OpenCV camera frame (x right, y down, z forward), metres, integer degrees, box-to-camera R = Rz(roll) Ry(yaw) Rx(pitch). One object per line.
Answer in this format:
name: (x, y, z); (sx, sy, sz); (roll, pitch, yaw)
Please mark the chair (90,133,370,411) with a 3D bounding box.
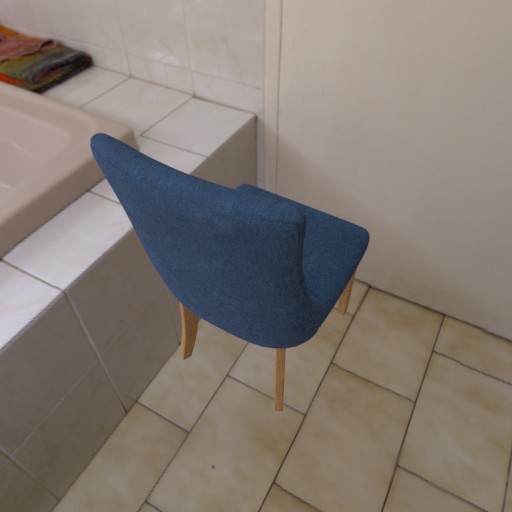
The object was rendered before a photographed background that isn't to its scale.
chair: (0.000, 0.000, 1.264); (0.495, 0.902, 0.609); (24, 51, 21)
